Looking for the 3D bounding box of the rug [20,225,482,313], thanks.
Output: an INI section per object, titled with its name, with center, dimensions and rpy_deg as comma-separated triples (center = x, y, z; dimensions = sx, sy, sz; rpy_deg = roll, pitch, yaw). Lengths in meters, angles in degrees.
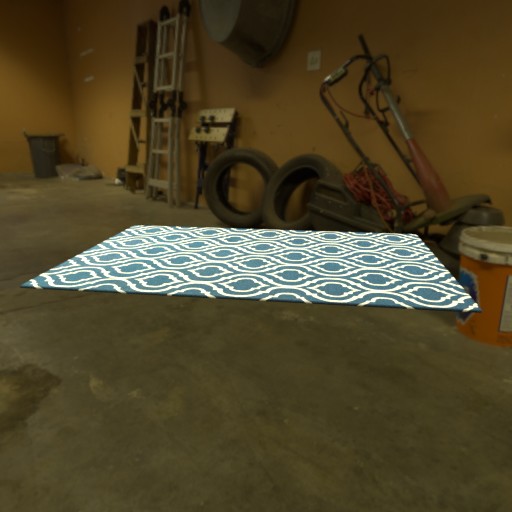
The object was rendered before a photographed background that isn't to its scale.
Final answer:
[rug]
center = 0.000, 0.000, 2.197
dimensions = 1.753, 0.010, 1.143
rpy_deg = 2, 16, 8
